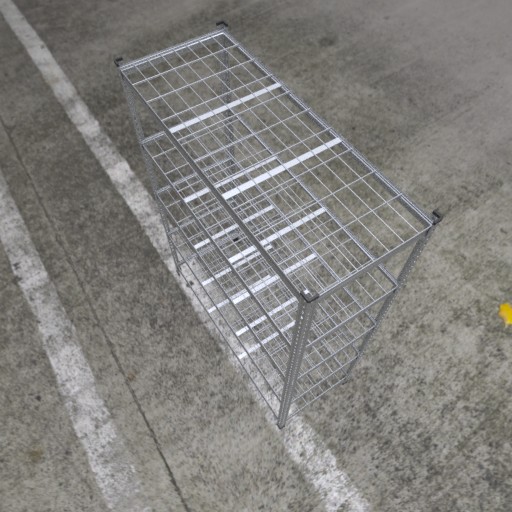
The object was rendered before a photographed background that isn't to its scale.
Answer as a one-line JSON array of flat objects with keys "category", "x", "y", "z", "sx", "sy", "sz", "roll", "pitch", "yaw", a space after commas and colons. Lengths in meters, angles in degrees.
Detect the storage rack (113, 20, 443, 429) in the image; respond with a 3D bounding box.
[{"category": "storage rack", "x": 0.000, "y": 0.000, "z": 2.670, "sx": 0.610, "sy": 1.981, "sz": 1.524, "roll": -29, "pitch": 62, "yaw": -17}]
